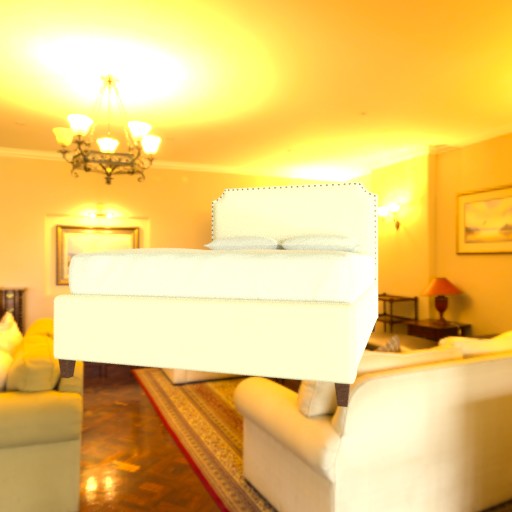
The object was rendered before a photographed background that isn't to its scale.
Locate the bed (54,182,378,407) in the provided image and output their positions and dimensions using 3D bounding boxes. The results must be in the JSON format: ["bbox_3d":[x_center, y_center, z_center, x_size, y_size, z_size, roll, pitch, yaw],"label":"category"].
[{"bbox_3d":[0.000,0.000,3.383,1.703,1.415,2.329,0,0,18],"label":"bed"}]
